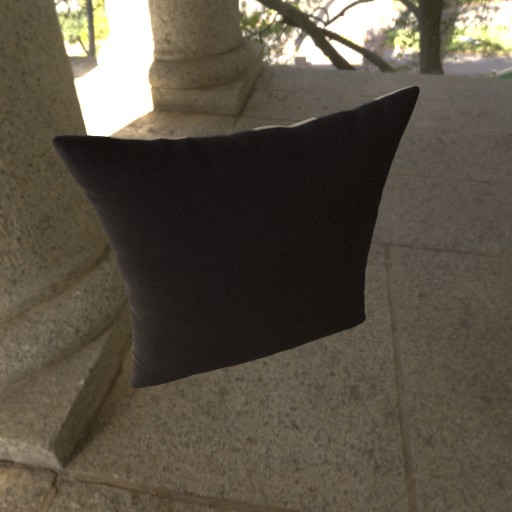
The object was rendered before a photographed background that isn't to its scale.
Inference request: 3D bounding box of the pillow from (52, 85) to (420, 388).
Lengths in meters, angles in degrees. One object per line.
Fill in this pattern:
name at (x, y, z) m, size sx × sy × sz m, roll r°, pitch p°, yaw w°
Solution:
pillow at (0.000, 0.000, 0.748) m, size 0.511 × 0.509 × 0.161 m, roll -13°, pitch 42°, yaw -15°
